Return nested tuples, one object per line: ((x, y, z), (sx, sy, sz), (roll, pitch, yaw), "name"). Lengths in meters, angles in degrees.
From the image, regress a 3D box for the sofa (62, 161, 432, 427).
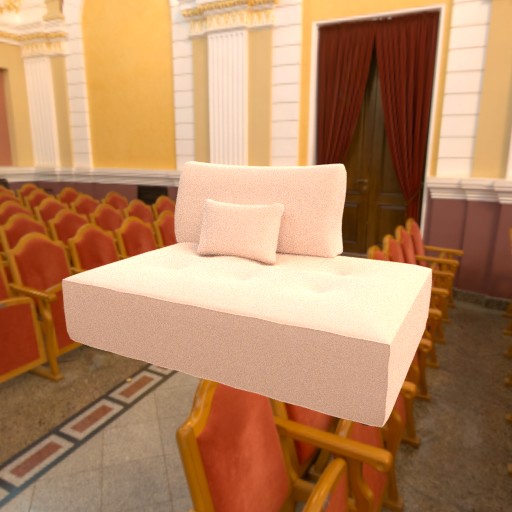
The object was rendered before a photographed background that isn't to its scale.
((0.000, 0.000, 2.063), (1.450, 0.820, 1.000), (7, 15, 27), "sofa")
